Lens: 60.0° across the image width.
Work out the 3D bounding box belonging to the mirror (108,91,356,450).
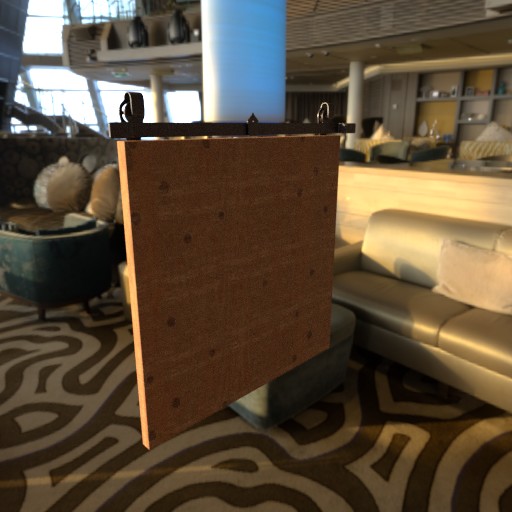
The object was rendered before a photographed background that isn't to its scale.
[{"bbox_3d":[0.000,0.000,1.194,0.805,0.800,0.054,-16,23,-43],"label":"mirror"}]
